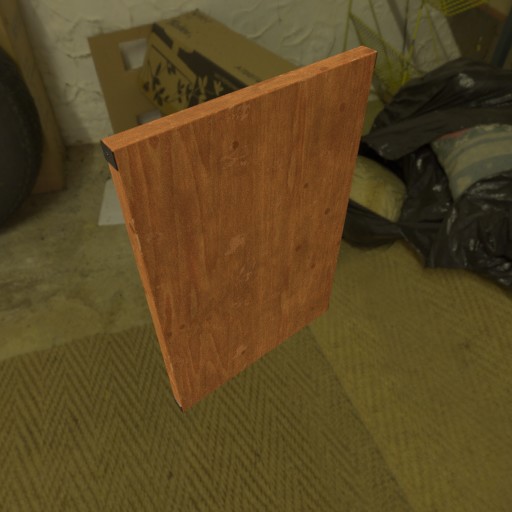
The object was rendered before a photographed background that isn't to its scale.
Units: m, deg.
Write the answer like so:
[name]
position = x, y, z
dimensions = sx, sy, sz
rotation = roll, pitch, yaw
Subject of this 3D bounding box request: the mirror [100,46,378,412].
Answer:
[mirror]
position = 0.000, 0.000, 0.966
dimensions = 0.517, 0.761, 0.053
rotation = -30, 53, -26
